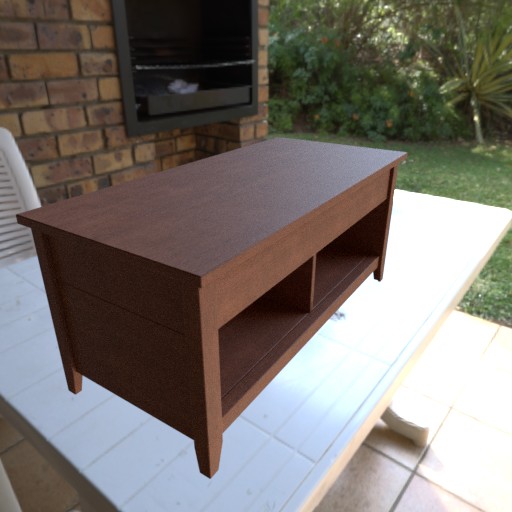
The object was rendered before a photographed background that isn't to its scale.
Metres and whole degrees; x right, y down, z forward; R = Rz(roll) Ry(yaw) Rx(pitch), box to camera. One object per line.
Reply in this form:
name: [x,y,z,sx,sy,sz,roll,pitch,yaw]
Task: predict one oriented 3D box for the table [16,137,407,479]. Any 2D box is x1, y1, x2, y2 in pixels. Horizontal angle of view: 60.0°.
table: [0.000,0.000,1.246,0.483,0.457,1.016,16,30,30]
